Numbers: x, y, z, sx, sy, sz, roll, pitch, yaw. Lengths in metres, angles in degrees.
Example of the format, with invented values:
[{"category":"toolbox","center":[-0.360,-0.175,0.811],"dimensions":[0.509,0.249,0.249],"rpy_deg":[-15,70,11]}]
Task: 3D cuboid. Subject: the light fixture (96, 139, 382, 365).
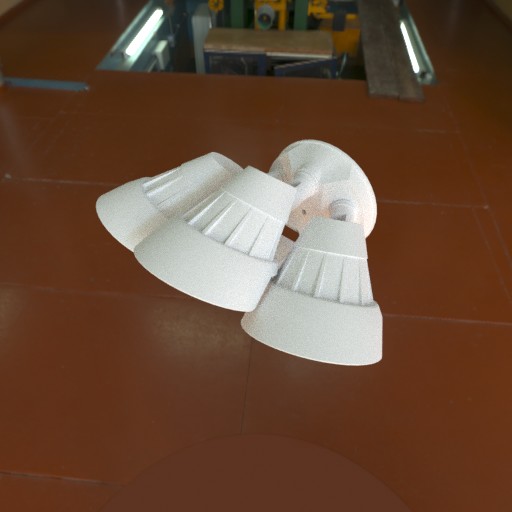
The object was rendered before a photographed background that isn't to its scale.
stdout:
[{"category":"light fixture","center":[0.000,0.000,0.522],"dimensions":[0.369,0.237,0.278],"rpy_deg":[31,54,26]}]
